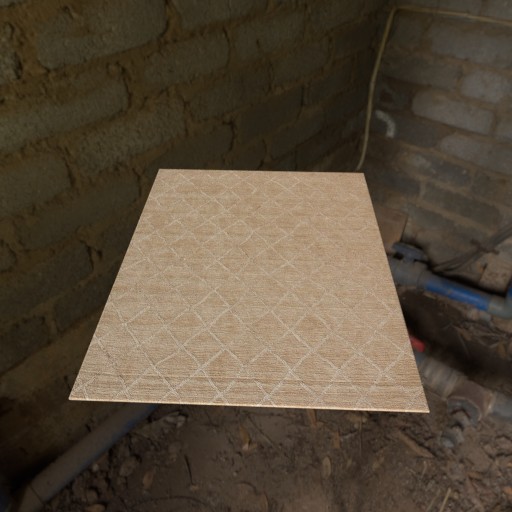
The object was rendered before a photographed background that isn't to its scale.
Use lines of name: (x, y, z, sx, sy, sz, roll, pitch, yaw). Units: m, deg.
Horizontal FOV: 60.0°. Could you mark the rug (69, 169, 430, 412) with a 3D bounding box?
rug: (0.000, 0.000, 4.107, 2.420, 0.019, 3.039, 1, 41, 2)
